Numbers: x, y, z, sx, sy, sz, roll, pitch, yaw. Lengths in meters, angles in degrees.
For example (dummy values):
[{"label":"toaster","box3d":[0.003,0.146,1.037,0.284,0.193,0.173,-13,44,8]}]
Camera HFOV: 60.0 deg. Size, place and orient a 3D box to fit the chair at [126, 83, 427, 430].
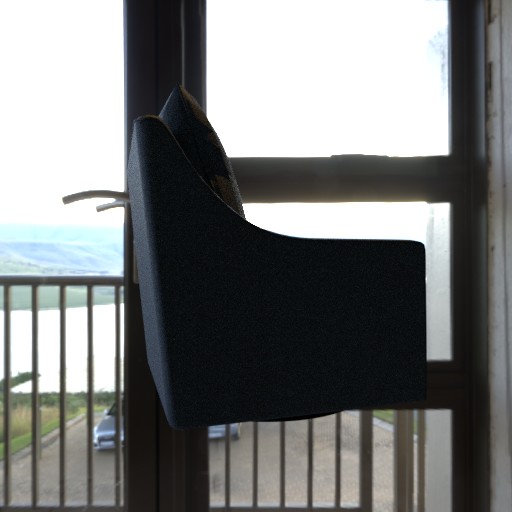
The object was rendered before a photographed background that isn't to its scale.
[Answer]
[{"label":"chair","box3d":[0.000,0.000,1.579,0.870,0.939,0.750,0,0,-18]}]
